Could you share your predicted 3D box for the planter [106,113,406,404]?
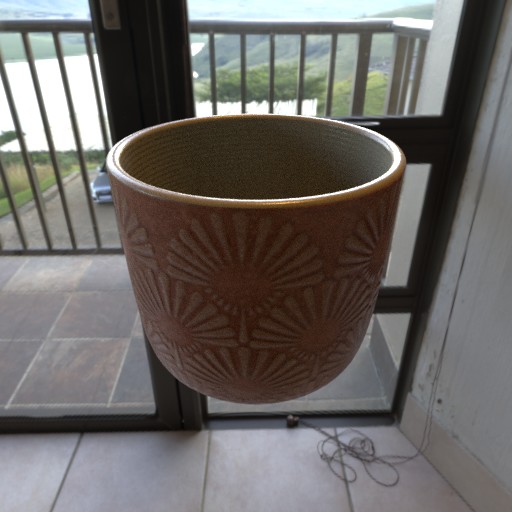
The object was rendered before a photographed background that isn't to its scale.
[{"bbox_3d":[0.000,0.000,0.217,0.124,0.109,0.124,0,30,0],"label":"planter"}]
